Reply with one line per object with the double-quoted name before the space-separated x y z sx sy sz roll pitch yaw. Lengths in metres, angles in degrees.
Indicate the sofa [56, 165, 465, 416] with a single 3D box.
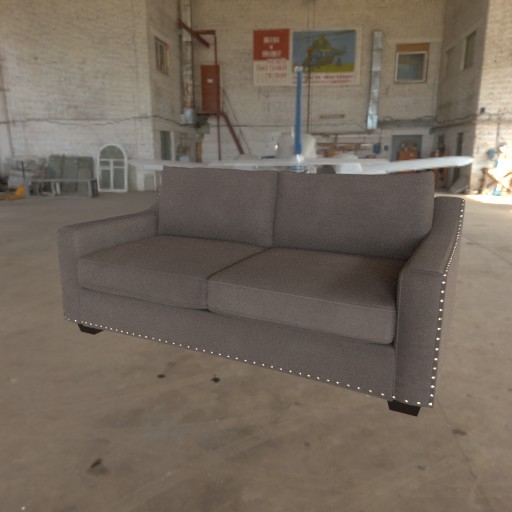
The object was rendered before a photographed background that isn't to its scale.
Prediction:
"sofa" 0.000 0.000 3.116 2.550 1.196 1.336 7 15 26
